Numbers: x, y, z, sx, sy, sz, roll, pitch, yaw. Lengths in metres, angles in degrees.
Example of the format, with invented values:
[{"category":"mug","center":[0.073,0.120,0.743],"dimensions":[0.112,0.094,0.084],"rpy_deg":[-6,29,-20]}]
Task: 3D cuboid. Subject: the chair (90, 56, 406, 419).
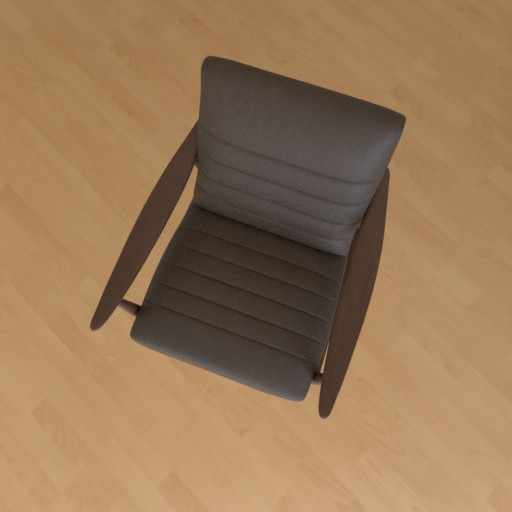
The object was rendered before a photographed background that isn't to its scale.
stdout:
[{"category":"chair","center":[0.000,0.000,1.457],"dimensions":[0.741,0.831,0.798],"rpy_deg":[19,76,5]}]
